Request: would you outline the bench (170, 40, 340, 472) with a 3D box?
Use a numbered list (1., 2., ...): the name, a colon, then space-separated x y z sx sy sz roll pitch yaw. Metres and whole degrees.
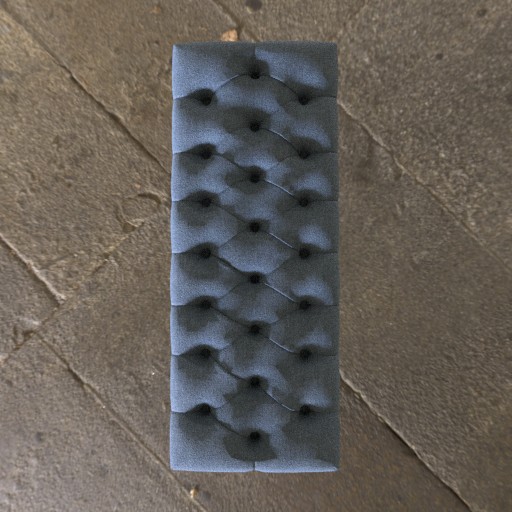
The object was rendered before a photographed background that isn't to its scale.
1. bench: 0.000 0.000 1.288 0.417 0.492 1.052 0 88 1
